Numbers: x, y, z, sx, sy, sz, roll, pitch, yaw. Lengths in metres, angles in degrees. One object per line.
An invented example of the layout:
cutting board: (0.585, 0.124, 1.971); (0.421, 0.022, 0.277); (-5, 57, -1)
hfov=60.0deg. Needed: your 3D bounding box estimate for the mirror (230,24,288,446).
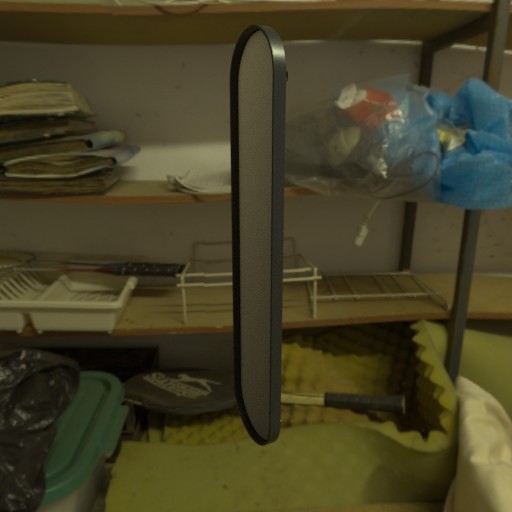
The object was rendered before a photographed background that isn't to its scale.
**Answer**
mirror: (0.000, 0.000, 1.052); (0.032, 0.991, 0.222); (-7, 17, -25)
